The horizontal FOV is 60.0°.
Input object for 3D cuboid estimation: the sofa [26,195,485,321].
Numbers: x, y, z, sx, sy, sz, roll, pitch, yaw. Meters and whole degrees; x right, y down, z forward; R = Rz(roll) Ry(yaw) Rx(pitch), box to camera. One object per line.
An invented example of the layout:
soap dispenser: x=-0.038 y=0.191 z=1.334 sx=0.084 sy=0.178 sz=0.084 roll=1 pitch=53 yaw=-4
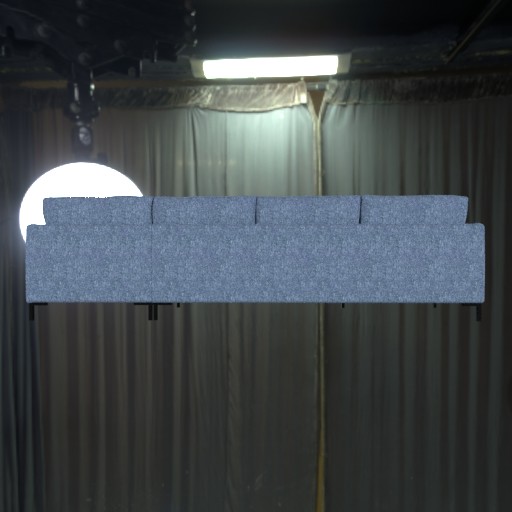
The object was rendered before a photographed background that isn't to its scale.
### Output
sofa: x=0.000 y=0.000 z=3.504 sx=2.737 sy=0.756 sz=1.879 roll=0 pitch=0 yaw=1
